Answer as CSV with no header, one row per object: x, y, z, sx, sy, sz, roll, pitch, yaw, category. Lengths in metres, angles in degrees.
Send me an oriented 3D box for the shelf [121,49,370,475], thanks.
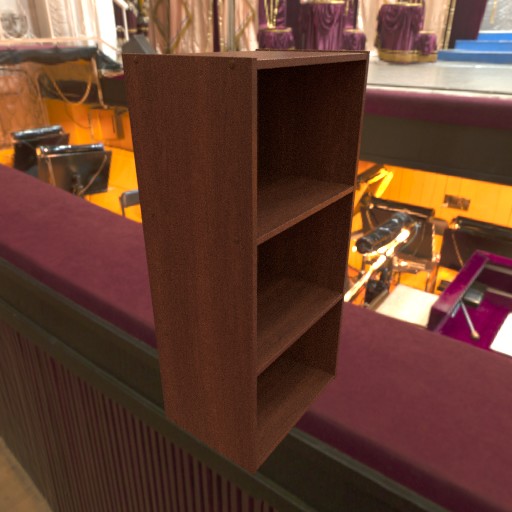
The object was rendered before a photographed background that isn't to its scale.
0.000,0.000,1.051,0.290,0.879,0.414,18,32,32,shelf
